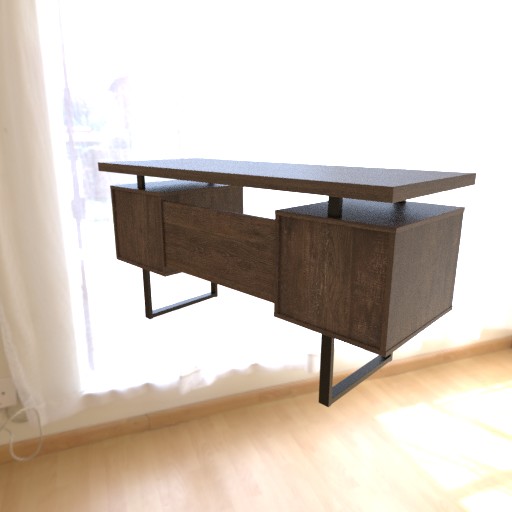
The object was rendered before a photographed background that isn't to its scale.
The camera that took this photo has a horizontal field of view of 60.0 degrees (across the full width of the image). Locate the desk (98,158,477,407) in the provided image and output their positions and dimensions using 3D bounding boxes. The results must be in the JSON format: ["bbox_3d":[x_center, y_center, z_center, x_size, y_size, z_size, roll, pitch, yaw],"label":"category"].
[{"bbox_3d":[0.000,0.000,1.921,1.524,0.760,0.600,14,21,42],"label":"desk"}]
